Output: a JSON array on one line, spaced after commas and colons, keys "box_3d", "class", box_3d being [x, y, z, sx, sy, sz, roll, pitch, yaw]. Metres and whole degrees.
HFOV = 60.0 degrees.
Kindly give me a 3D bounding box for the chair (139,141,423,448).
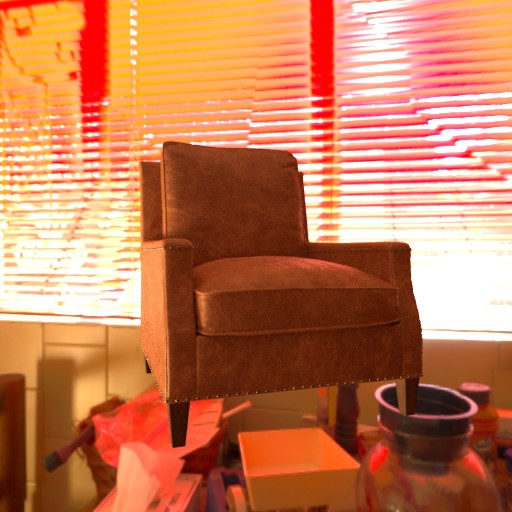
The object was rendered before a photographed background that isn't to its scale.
[{"box_3d": [0.000, 0.000, 1.784, 0.854, 1.054, 1.035, 0, 0, -19], "class": "chair"}]
